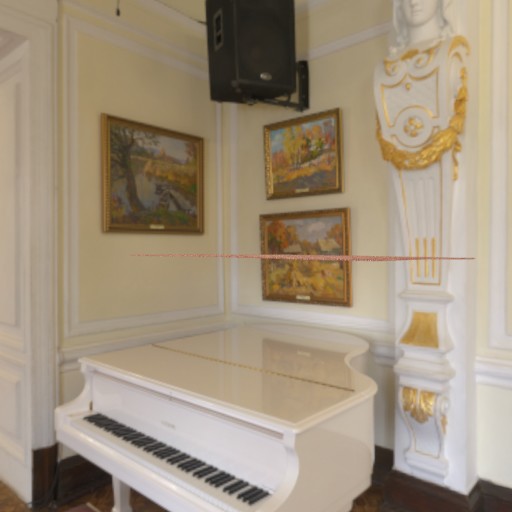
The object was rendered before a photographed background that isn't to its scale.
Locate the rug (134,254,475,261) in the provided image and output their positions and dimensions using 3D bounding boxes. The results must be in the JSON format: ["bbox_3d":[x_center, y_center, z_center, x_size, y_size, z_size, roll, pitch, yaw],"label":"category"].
[{"bbox_3d":[0.000,0.000,2.697,0.718,0.013,2.353,0,1,-36],"label":"rug"}]
